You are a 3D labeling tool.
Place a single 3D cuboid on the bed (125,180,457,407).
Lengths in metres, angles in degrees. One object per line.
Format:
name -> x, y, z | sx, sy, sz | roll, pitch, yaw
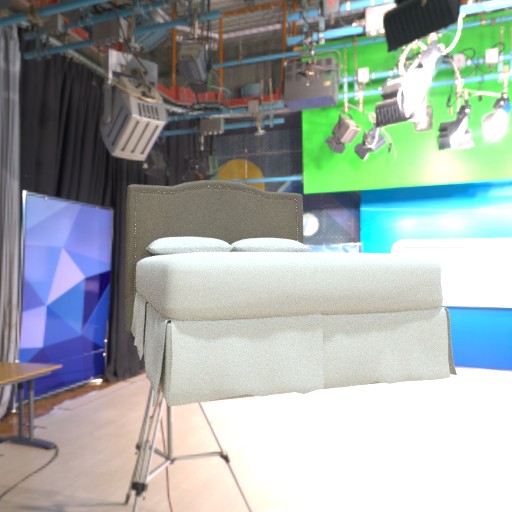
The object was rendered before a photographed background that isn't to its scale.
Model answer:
bed -> 0.000, 0.000, 3.230 | 1.744, 1.441, 2.128 | 0, -1, -19
